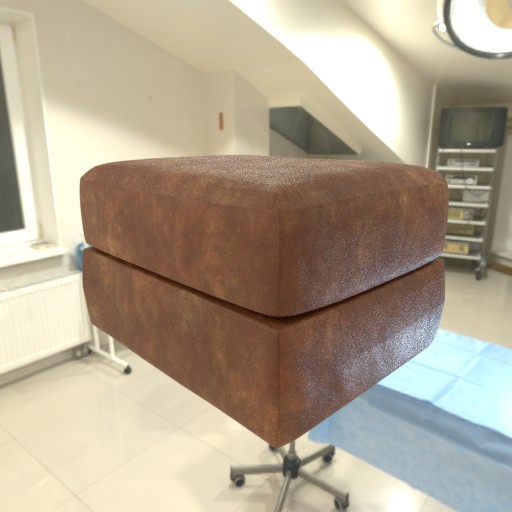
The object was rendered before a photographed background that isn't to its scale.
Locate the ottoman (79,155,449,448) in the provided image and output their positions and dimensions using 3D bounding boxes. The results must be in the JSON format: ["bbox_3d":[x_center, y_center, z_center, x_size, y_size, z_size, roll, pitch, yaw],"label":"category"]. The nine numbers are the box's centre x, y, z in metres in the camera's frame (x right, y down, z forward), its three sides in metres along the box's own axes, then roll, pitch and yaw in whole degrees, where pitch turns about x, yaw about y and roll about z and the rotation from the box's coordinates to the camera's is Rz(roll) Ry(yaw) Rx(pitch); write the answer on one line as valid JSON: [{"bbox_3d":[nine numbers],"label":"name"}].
[{"bbox_3d":[0.000,0.000,1.111,0.603,0.476,0.751,-14,21,-42],"label":"ottoman"}]
